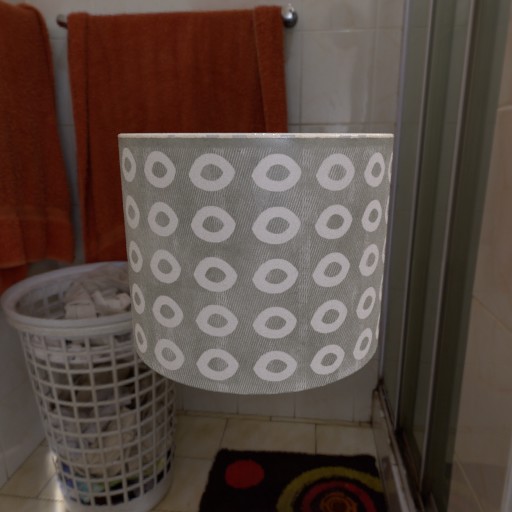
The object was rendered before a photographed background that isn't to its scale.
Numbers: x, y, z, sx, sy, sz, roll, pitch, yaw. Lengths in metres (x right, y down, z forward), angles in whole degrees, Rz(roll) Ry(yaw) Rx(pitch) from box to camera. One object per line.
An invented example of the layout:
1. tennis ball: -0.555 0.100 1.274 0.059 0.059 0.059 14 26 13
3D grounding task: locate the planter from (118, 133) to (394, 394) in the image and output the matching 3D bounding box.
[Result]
1. planter: 0.000 0.000 0.342 0.190 0.181 0.190 0 15 0
